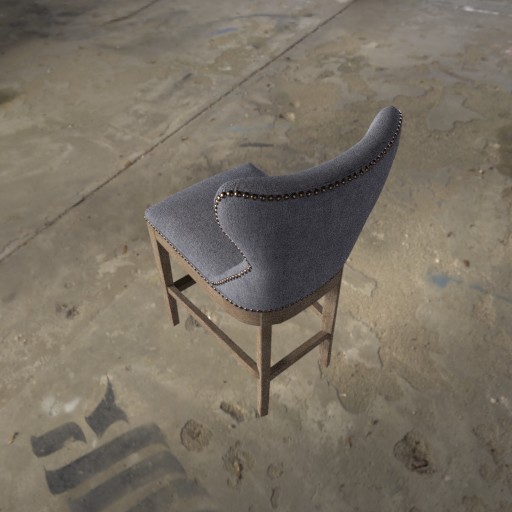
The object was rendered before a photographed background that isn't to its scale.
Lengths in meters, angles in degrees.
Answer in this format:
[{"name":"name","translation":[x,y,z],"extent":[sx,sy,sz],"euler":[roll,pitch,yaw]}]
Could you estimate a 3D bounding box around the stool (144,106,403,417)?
[{"name":"stool","translation":[0.000,0.000,1.333],"extent":[0.498,0.981,0.608],"euler":[-30,53,-26]}]
